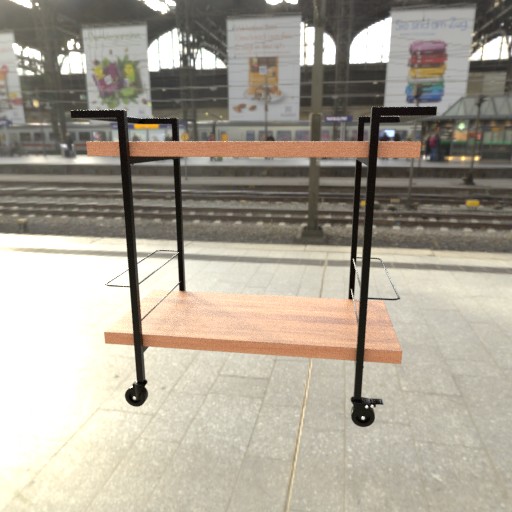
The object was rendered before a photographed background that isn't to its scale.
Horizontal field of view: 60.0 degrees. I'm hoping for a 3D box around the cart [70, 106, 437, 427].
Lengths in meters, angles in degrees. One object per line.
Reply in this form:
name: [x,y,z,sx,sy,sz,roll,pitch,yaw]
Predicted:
cart: [0.000,0.000,1.245,0.806,0.762,0.406,2,15,8]
